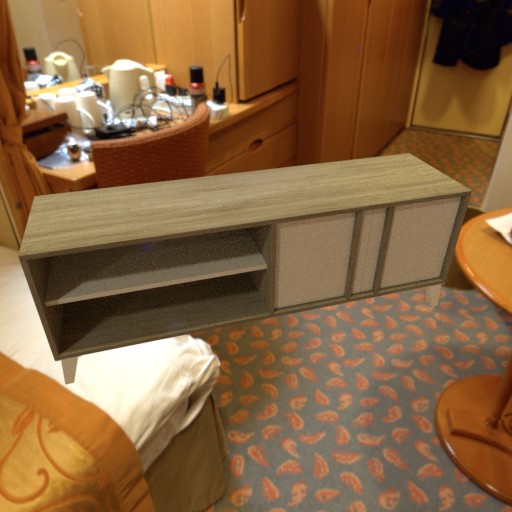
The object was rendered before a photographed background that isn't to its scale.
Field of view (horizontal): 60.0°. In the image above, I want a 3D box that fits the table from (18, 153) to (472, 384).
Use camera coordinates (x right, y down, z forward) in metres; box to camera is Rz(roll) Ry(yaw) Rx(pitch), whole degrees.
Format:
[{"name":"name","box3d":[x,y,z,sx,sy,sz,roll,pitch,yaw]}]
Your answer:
[{"name":"table","box3d":[0.000,0.000,1.717,1.500,0.530,0.400,-9,34,-14]}]
